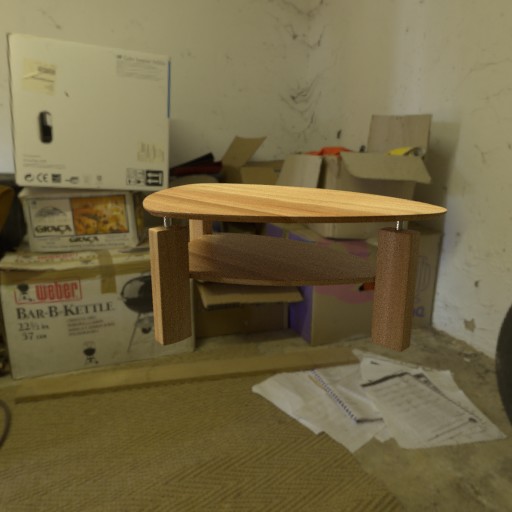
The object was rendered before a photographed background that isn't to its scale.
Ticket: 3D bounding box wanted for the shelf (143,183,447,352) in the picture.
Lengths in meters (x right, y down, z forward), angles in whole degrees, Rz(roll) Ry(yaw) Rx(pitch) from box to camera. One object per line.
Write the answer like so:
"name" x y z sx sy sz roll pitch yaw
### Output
"shelf" 0.000 0.000 1.674 0.863 0.439 1.240 -13 19 -41
